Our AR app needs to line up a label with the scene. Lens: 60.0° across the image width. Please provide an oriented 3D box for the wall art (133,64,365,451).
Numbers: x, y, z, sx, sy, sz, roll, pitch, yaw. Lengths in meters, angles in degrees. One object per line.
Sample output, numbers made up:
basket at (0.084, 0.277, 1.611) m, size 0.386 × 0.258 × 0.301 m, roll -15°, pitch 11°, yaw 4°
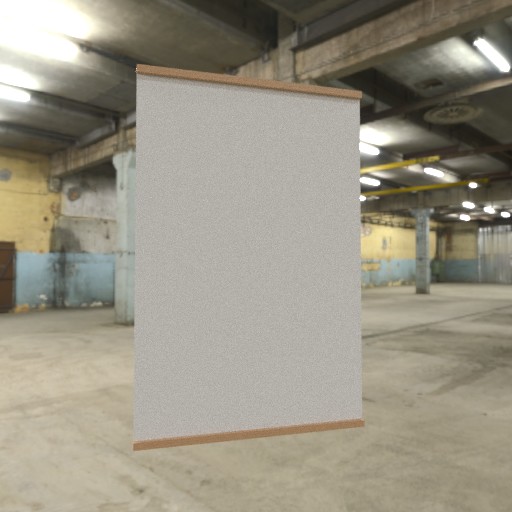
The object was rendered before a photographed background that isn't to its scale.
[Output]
wall art at (0.000, 0.000, 0.761) m, size 0.401 × 0.611 × 0.016 m, roll 1°, pitch -2°, yaw -16°
